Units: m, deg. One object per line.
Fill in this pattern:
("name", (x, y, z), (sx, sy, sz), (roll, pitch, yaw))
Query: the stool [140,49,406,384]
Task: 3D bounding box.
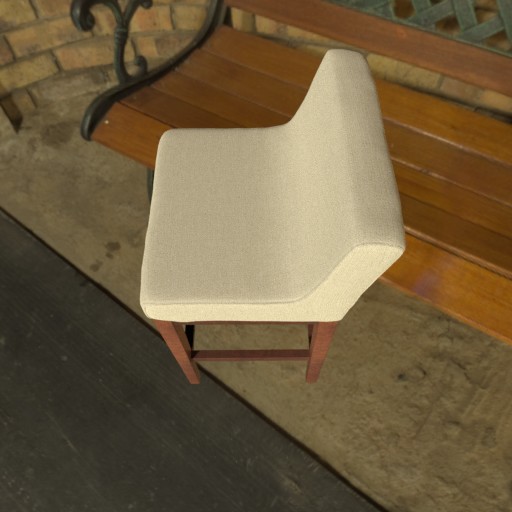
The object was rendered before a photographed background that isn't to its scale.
("stool", (0.000, 0.000, 1.224), (0.500, 0.937, 0.511), (-1, 60, 0))
